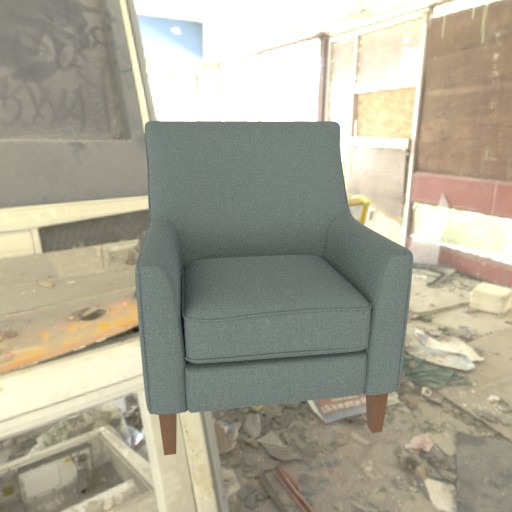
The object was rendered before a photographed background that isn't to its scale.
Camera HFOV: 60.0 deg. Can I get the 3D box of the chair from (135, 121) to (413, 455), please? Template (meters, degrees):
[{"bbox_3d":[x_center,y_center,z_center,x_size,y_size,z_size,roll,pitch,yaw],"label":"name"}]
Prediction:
[{"bbox_3d":[0.000,0.000,1.558,0.756,0.916,0.879,-2,16,-8],"label":"chair"}]
